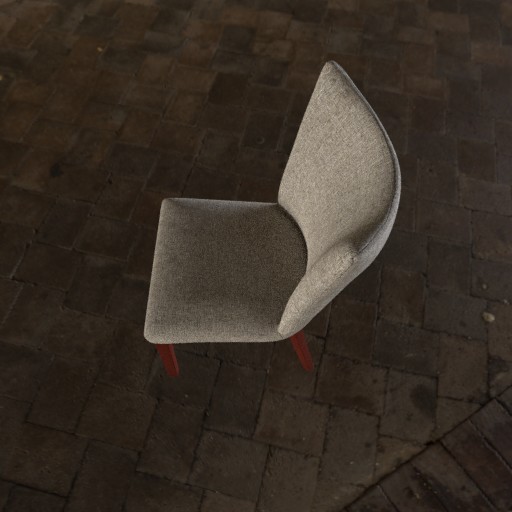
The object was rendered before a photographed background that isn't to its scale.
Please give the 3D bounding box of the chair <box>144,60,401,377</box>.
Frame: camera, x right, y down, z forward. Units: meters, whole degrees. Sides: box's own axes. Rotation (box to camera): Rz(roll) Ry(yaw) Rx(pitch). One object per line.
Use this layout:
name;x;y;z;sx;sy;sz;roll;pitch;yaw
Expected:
chair;0.000;0.000;1.299;0.623;0.924;0.535;0;60;0
